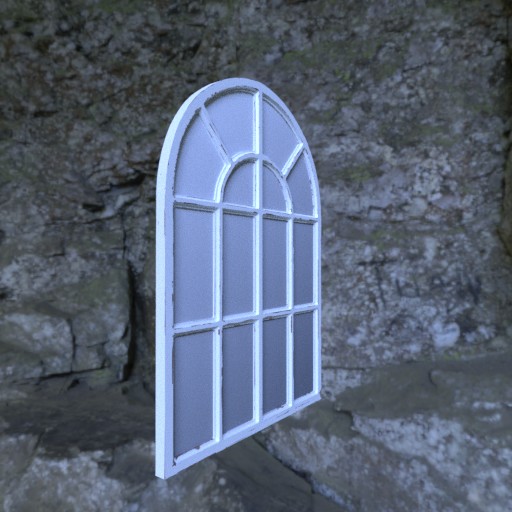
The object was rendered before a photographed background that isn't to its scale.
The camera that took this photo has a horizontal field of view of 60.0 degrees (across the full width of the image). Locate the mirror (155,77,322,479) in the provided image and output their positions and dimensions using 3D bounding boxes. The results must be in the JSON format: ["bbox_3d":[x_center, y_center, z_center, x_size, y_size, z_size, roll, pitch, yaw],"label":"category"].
[{"bbox_3d":[0.000,0.000,1.183,0.032,0.920,0.660,0,-1,37],"label":"mirror"}]
